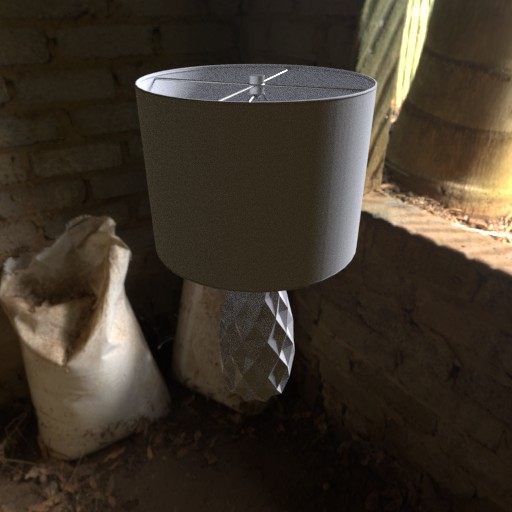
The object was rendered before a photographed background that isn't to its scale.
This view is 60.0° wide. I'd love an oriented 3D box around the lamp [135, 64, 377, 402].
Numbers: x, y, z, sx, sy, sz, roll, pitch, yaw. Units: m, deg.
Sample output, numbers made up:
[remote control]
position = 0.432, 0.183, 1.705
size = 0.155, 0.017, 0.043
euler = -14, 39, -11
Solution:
[lamp]
position = 0.000, 0.000, 0.685
size = 0.297, 0.522, 0.297
euler = 0, 30, 0
